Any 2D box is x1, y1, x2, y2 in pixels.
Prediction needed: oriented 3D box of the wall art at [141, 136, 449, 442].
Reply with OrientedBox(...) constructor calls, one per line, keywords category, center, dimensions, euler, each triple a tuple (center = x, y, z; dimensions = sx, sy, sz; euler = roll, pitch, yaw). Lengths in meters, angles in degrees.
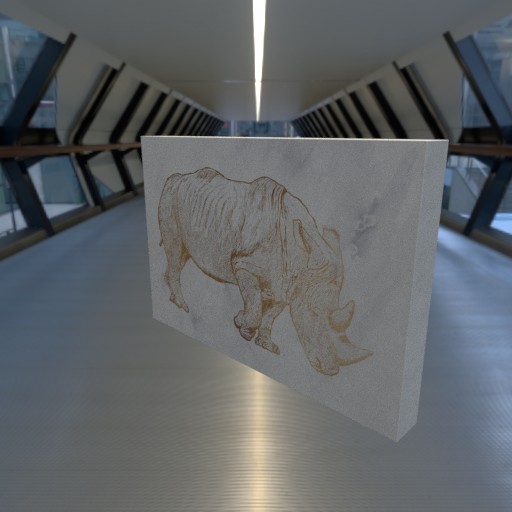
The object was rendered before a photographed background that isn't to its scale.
OrientedBox(category="wall art", center=(0.000, 0.000, 0.492), dimensions=(0.381, 0.254, 0.038), euler=(15, 22, 42))
